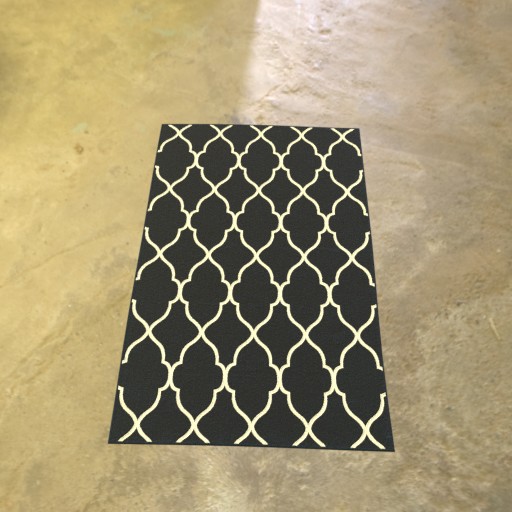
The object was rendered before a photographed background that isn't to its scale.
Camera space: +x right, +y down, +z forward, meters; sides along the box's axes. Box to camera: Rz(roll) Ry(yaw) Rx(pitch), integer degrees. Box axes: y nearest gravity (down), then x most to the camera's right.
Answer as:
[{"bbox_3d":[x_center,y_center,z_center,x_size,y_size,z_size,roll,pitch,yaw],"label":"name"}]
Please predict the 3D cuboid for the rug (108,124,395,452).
[{"bbox_3d":[0.000,0.000,2.875,1.528,0.014,2.294,1,62,1],"label":"rug"}]
